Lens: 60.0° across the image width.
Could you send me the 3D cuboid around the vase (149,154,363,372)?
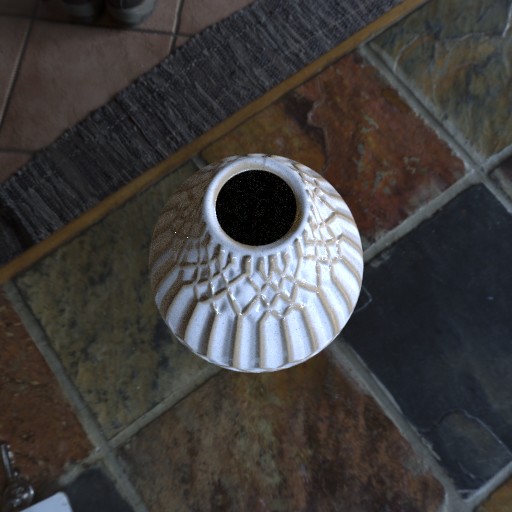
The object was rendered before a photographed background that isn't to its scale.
[{"bbox_3d":[0.000,0.000,0.313,0.159,0.200,0.159,0,75,0],"label":"vase"}]
